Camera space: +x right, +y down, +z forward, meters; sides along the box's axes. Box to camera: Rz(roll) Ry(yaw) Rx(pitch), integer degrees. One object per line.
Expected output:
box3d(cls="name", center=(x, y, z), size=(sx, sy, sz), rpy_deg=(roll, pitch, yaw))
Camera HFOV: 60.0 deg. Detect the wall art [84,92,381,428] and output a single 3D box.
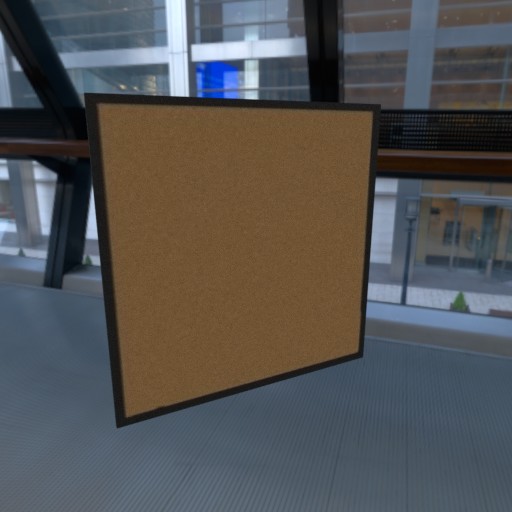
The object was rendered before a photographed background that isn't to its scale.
box3d(cls="wall art", center=(0.000, 0.000, 1.234), size=(0.823, 0.823, 0.013), rpy_deg=(-8, 17, -27))
